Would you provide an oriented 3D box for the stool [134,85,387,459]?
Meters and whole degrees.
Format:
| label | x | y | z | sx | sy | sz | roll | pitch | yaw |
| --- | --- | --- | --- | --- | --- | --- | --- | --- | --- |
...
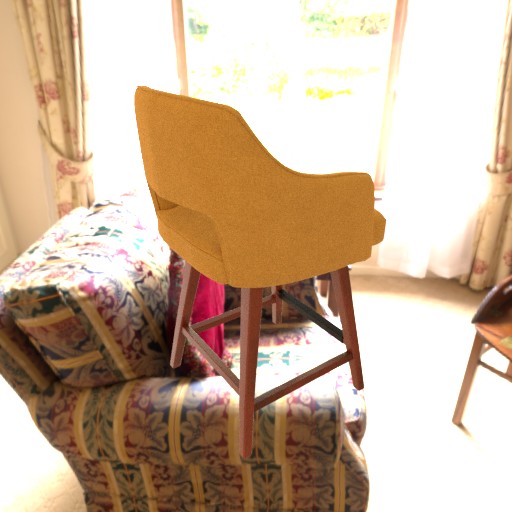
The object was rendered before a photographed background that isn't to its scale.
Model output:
| label | x | y | z | sx | sy | sz | roll | pitch | yaw |
| --- | --- | --- | --- | --- | --- | --- | --- | --- | --- |
| stool | 0.000 | 0.000 | 1.259 | 0.558 | 0.924 | 0.548 | -18 | 32 | -31 |
